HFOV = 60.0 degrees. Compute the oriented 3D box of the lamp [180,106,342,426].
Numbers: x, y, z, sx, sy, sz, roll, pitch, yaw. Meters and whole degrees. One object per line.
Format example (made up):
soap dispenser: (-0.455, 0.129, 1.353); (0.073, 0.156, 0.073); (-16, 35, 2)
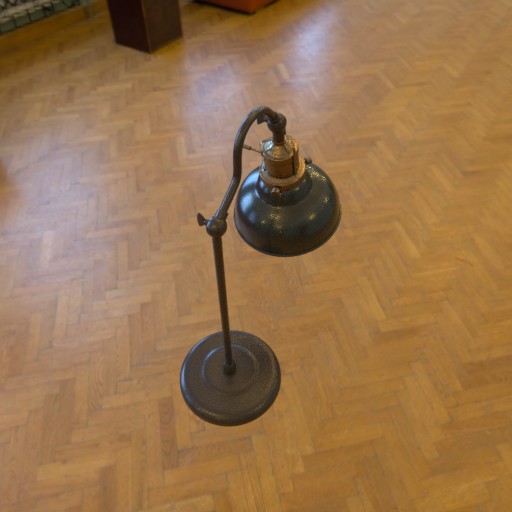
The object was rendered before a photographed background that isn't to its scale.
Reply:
lamp: (0.000, 0.000, 0.707); (0.192, 0.508, 0.374); (25, 52, 21)
